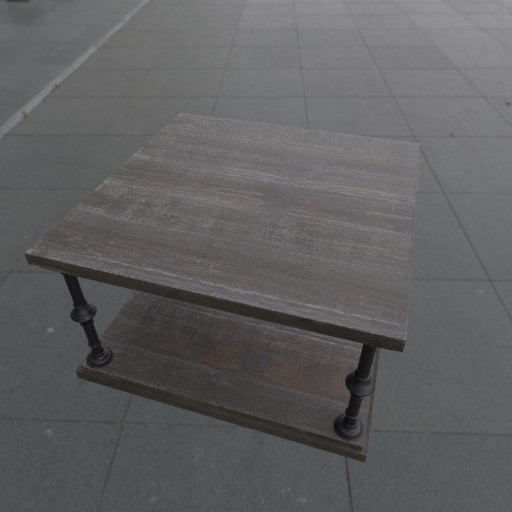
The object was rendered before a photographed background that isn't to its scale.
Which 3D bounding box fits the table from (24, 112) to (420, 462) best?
[{"bbox_3d":[0.000,0.000,1.135,0.696,0.400,0.696,11,41,13],"label":"table"}]
